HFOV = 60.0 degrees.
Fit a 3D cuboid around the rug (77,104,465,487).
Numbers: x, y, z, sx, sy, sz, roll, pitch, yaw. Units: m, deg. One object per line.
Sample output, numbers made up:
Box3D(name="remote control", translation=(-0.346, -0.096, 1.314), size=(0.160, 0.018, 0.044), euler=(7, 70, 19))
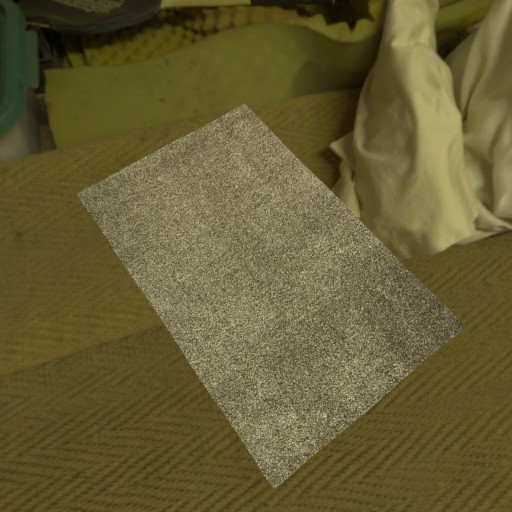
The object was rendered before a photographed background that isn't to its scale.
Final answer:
Box3D(name="rug", translation=(0.000, 0.000, 2.979), size=(1.501, 0.025, 2.352), euler=(-33, 68, -16))
